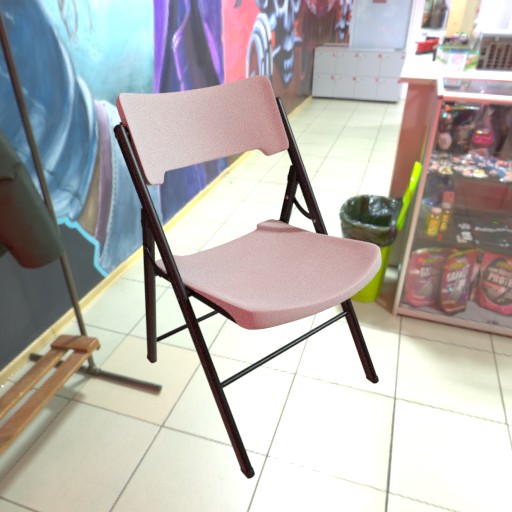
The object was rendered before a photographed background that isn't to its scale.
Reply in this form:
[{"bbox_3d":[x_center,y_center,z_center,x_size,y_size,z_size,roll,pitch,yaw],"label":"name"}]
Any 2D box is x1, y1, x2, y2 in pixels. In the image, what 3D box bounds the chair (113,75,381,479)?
[{"bbox_3d":[0.000,0.000,1.118,0.482,0.765,0.577,-22,37,-33],"label":"chair"}]
